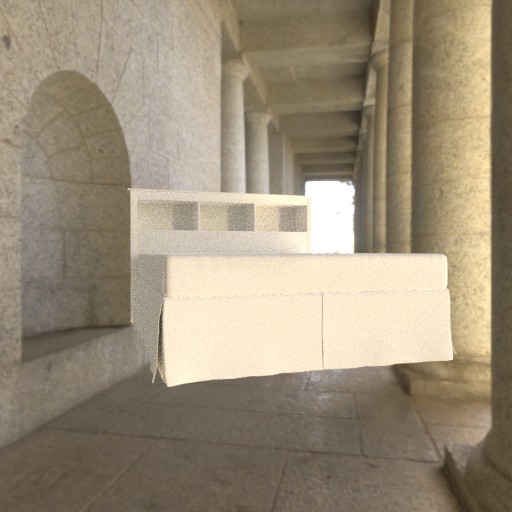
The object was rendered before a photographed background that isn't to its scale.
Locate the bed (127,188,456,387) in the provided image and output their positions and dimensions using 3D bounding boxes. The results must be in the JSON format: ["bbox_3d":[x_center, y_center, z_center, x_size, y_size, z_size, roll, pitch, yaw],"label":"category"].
[{"bbox_3d":[0.000,0.000,3.119,1.671,1.092,2.133,0,1,-18],"label":"bed"}]
